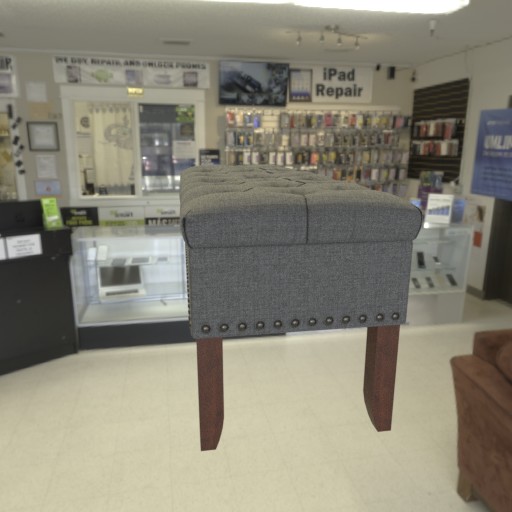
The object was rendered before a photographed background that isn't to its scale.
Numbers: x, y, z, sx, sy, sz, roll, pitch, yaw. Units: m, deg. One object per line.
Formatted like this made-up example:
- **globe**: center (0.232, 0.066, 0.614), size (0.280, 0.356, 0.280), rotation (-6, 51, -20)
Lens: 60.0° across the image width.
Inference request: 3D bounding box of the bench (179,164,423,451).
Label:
- **bench**: center (0.000, 0.000, 1.271), size (0.417, 0.470, 1.052), rotation (-2, 15, -9)
